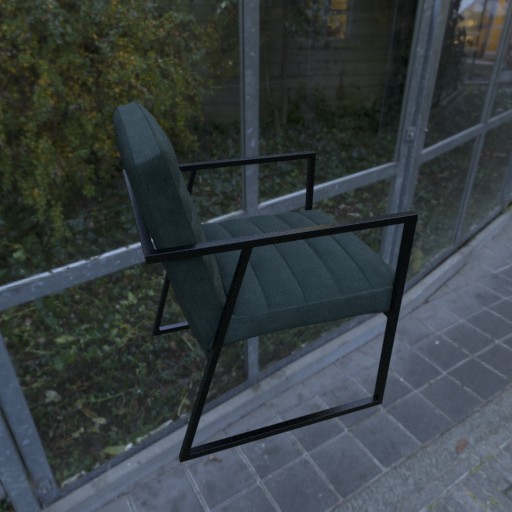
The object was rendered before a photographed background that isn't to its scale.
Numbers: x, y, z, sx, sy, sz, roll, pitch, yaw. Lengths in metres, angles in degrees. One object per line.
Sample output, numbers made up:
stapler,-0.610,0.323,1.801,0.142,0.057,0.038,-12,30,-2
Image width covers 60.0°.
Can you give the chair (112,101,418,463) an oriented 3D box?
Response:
chair,0.000,0.000,1.285,0.677,0.833,0.571,-9,30,-16
